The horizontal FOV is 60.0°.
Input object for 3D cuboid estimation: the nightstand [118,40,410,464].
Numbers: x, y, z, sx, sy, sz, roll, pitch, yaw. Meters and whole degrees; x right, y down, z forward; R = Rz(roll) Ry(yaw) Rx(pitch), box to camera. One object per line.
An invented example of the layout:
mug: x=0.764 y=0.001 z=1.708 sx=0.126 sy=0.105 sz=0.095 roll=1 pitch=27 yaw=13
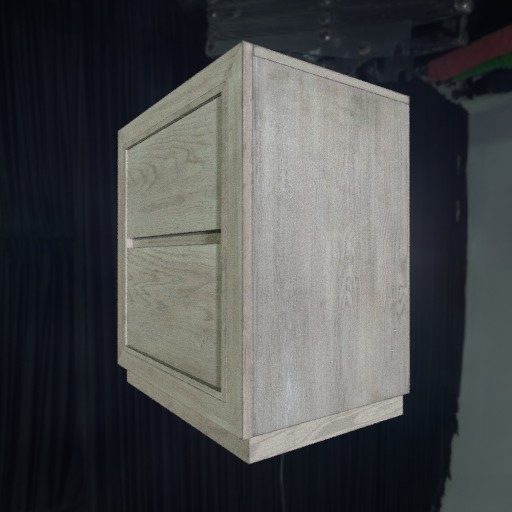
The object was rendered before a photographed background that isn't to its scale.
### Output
nightstand: x=0.000 y=0.000 z=1.079 sx=0.483 sy=0.673 sz=0.612 roll=0 pitch=0 yaw=-35
